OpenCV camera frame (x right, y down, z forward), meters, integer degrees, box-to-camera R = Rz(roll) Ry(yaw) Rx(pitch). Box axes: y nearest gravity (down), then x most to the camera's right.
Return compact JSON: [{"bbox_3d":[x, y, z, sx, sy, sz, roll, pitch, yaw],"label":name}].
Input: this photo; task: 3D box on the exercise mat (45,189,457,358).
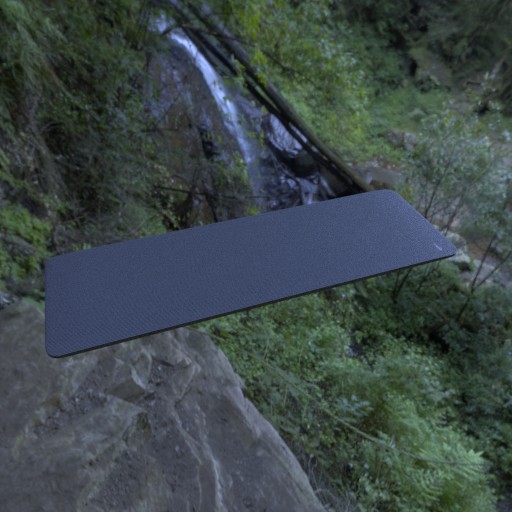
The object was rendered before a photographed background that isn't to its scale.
[{"bbox_3d":[0.000,0.000,2.101,1.884,0.021,0.616,-13,42,-15],"label":"exercise mat"}]
